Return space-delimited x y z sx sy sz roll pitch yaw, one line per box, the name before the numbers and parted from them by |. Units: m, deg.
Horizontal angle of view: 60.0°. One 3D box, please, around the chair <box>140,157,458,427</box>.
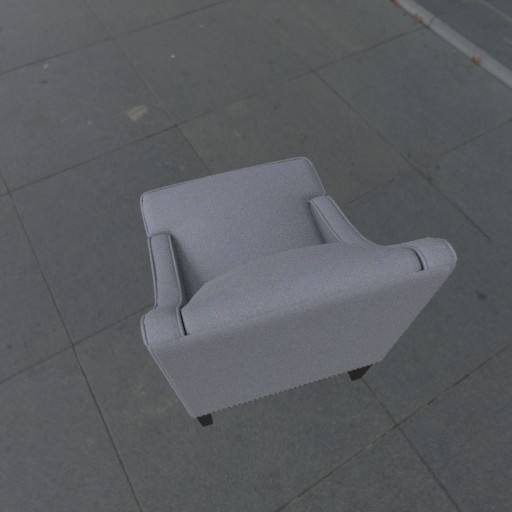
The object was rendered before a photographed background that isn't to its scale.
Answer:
chair | 0.000 0.000 1.360 0.631 0.867 0.747 -14 61 -8
